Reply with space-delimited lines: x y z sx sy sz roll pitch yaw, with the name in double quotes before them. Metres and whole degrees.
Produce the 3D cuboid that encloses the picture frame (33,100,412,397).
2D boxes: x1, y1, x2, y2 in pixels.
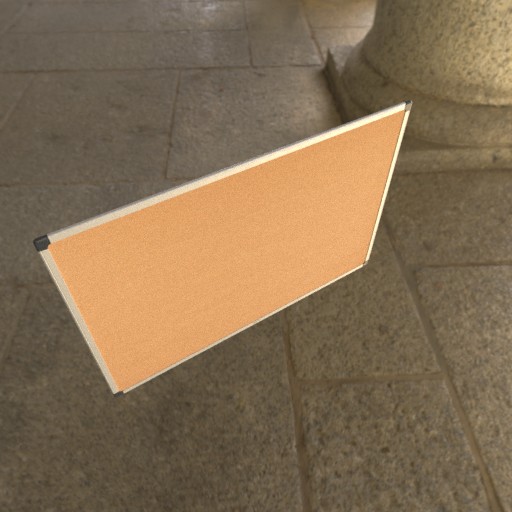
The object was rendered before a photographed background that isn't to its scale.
"picture frame" 0.000 0.000 1.135 0.900 0.600 0.010 -25 52 -21
